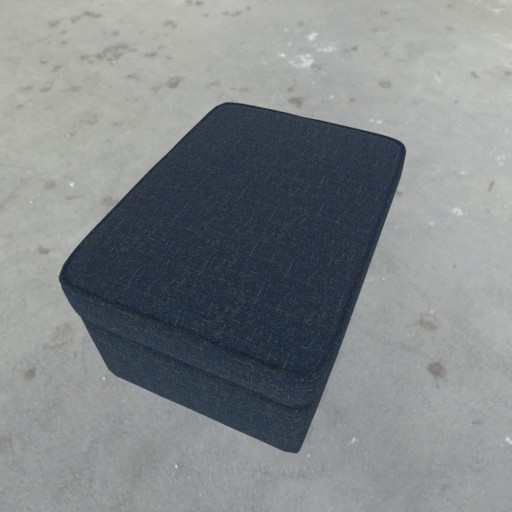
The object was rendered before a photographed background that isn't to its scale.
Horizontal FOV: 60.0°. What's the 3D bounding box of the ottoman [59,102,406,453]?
[{"bbox_3d":[0.000,0.000,1.115,0.549,0.450,0.749,18,51,16],"label":"ottoman"}]
